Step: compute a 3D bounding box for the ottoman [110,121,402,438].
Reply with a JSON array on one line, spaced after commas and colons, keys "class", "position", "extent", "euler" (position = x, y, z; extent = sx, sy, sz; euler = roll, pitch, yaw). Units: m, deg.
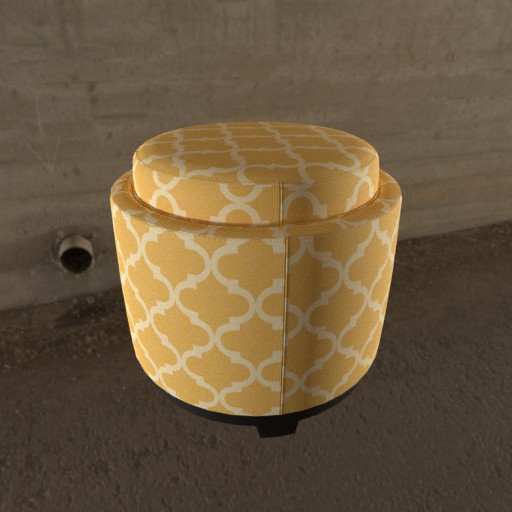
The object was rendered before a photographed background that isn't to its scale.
[{"class": "ottoman", "position": [0.000, 0.000, 0.812], "extent": [0.480, 0.429, 0.480], "euler": [0, 27, 0]}]
